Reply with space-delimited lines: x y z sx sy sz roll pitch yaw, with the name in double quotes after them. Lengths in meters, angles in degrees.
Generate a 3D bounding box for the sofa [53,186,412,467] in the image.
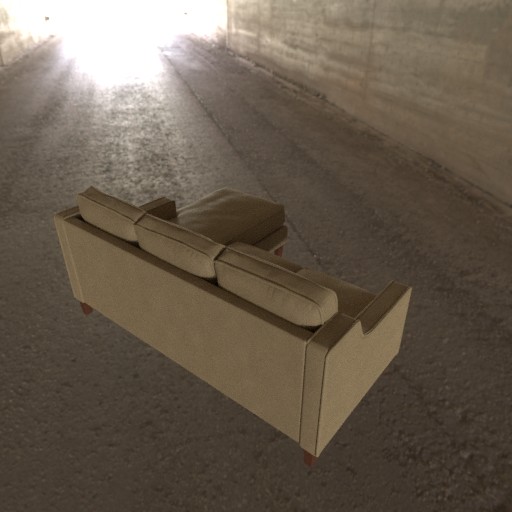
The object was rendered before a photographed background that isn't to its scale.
0.000 0.000 3.364 2.317 1.066 1.858 22 37 33 "sofa"
